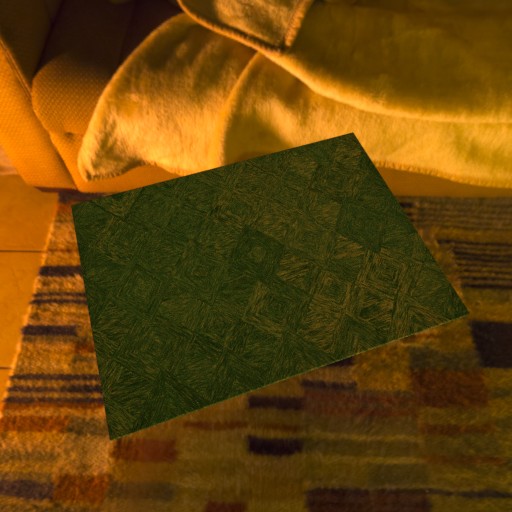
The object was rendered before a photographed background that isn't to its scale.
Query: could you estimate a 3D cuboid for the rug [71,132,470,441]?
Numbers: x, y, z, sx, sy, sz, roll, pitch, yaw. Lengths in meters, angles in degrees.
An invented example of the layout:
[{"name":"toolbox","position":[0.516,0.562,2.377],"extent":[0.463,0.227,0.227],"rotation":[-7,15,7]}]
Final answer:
[{"name":"rug","position":[0.000,0.000,4.274],"extent":[3.217,0.027,2.405],"rotation":[-17,60,-10]}]
